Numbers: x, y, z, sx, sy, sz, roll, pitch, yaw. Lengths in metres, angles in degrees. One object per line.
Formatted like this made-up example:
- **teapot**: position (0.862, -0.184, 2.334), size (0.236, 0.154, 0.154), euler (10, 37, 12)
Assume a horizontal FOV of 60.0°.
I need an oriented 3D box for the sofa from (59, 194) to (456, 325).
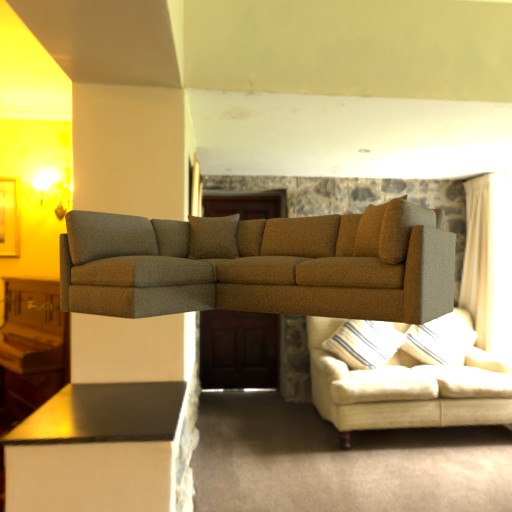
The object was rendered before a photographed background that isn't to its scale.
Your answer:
- **sofa**: position (0.000, 0.000, 3.895), size (2.896, 0.978, 1.994), euler (-1, -1, 35)
